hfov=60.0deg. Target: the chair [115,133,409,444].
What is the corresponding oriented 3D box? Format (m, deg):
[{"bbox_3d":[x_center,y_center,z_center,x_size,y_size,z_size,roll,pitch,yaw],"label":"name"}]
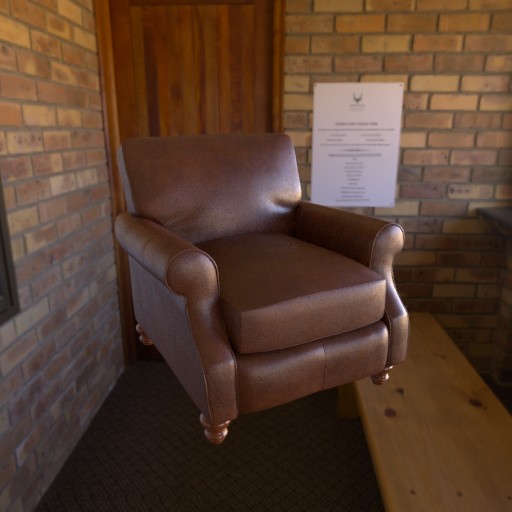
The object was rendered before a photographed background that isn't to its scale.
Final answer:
[{"bbox_3d":[0.000,0.000,1.814,0.989,0.972,0.992,-8,18,-28],"label":"chair"}]
